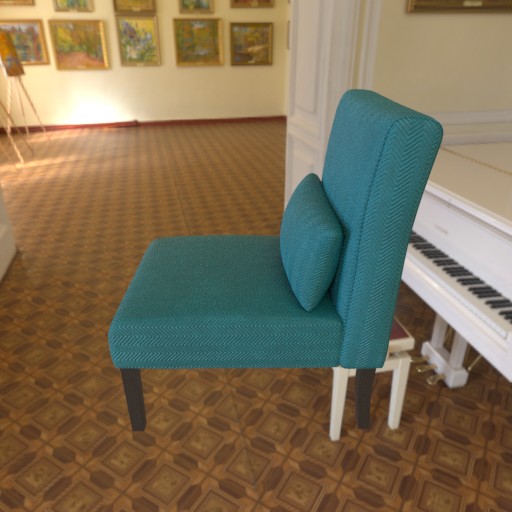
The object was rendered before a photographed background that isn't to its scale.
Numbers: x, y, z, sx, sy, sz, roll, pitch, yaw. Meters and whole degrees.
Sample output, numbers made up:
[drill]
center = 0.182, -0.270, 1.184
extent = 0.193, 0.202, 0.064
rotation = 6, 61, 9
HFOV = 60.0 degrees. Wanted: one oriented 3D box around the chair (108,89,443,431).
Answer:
[chair]
center = 0.000, 0.000, 1.382
extent = 0.808, 0.927, 0.579
rotation = 0, 26, -1
